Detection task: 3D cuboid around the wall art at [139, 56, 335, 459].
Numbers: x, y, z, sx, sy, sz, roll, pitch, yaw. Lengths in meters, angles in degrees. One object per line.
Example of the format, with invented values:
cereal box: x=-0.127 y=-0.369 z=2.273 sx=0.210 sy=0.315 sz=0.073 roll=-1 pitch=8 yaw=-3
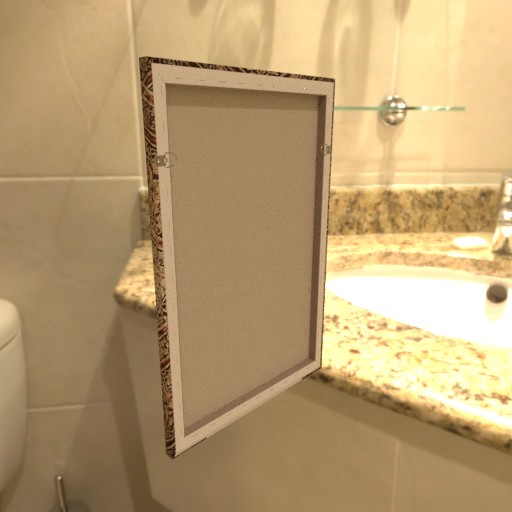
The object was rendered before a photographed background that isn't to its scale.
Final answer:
wall art: x=0.000 y=0.000 z=0.770 sx=0.397 sy=0.599 sz=0.020 roll=-16 pitch=23 yaw=-43
